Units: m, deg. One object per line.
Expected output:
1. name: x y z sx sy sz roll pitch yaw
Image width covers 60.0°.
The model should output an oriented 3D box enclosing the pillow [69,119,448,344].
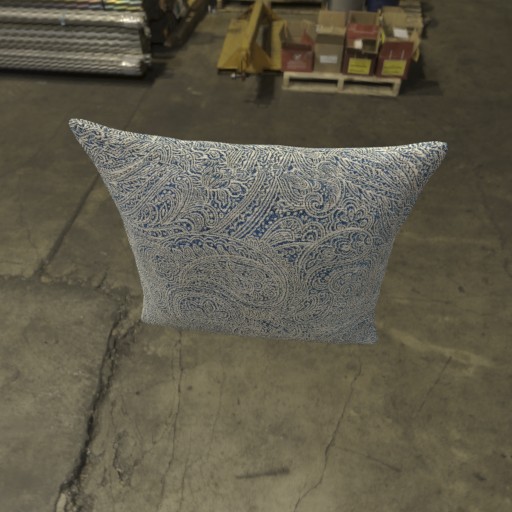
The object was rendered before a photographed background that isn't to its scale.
1. pillow: 0.000 0.000 0.787 0.523 0.510 0.166 5 48 4
